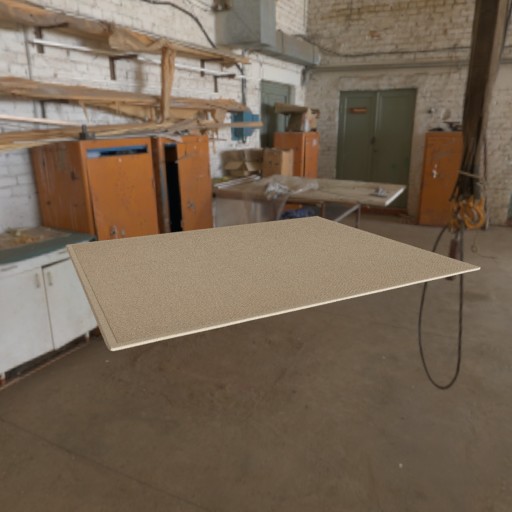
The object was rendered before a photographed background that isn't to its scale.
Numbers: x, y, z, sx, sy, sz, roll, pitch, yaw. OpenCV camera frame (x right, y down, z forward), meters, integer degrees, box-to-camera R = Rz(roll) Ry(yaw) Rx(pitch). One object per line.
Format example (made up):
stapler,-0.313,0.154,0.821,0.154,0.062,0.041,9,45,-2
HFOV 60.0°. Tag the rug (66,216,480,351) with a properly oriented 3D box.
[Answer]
rug,0.000,0.000,4.090,3.051,0.020,2.407,-9,19,-26
